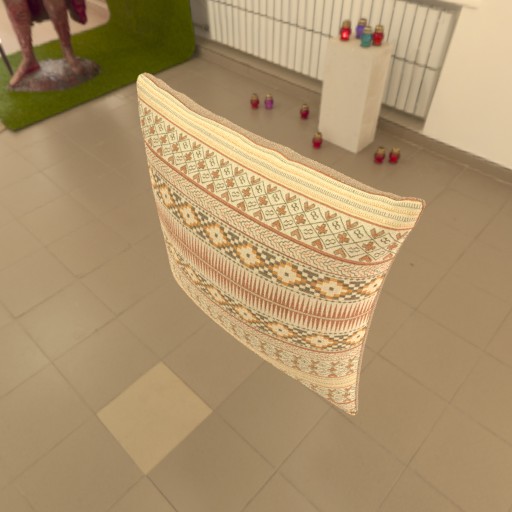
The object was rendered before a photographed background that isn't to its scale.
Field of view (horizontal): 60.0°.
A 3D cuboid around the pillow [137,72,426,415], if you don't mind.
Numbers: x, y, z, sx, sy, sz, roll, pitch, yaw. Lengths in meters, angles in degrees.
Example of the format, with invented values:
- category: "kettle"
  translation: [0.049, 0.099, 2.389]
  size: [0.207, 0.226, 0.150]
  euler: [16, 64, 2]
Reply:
- category: "pillow"
  translation: [0.000, 0.000, 0.787]
  size: [0.521, 0.519, 0.215]
  euler: [34, 55, 28]
